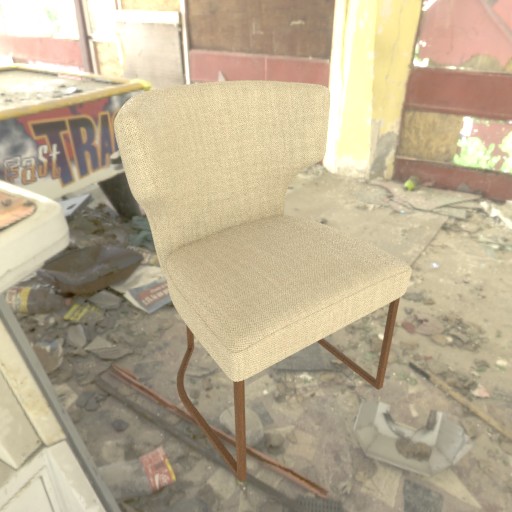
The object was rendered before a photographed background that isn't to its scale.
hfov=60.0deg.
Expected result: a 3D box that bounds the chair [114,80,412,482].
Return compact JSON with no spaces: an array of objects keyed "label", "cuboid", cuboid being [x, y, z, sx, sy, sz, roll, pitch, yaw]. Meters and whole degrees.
[{"label":"chair","cuboid":[0.000,0.000,1.205,0.611,0.824,0.617,-20,36,-31]}]
